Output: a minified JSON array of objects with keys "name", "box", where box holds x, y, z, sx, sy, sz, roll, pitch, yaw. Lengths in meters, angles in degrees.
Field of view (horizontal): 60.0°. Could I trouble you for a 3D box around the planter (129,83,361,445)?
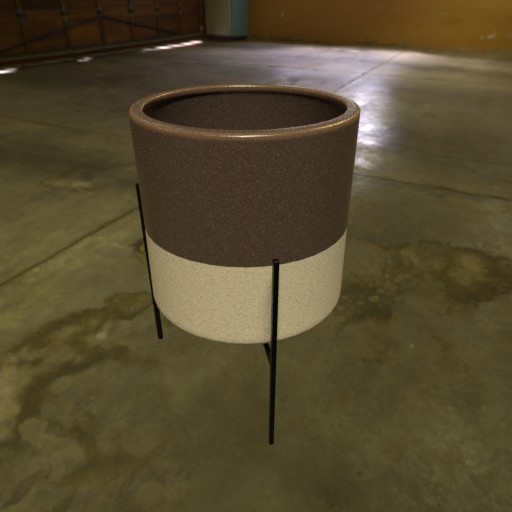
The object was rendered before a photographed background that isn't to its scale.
[{"name":"planter","box":[0.000,0.000,0.535,0.250,0.353,0.260,-10,32,-16]}]
